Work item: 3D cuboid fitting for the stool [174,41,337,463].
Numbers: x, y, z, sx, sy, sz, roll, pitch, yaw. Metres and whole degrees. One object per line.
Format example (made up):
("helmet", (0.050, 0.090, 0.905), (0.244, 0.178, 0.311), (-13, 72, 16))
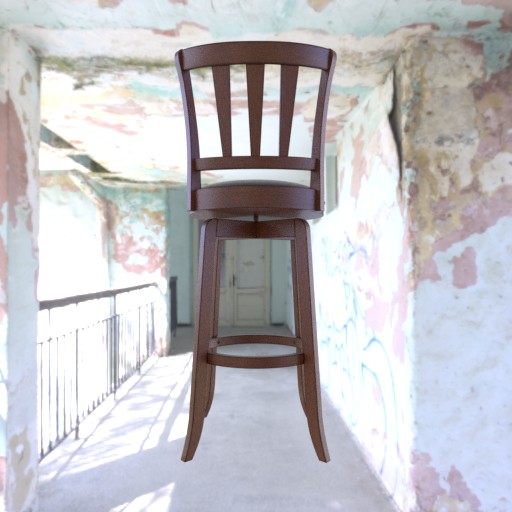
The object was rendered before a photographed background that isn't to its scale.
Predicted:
("stool", (0.000, 0.000, 1.426), (0.464, 1.177, 0.503), (0, -1, 1))
